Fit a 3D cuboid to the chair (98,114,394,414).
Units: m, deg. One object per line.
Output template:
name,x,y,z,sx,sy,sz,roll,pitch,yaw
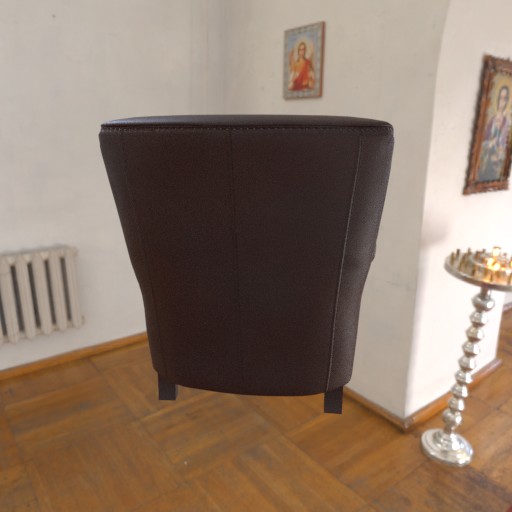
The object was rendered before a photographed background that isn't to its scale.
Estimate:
chair,0.000,0.000,1.340,0.700,0.800,0.746,2,17,7
